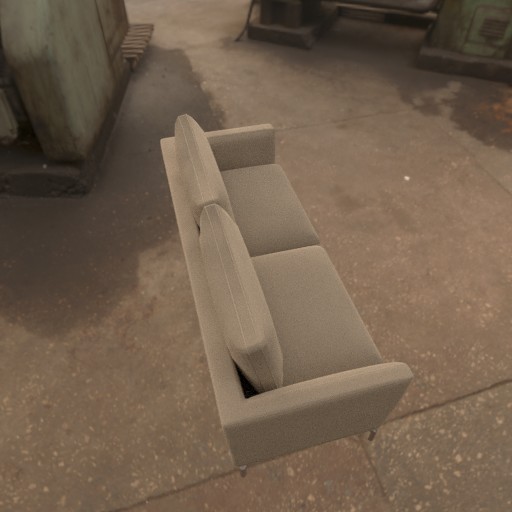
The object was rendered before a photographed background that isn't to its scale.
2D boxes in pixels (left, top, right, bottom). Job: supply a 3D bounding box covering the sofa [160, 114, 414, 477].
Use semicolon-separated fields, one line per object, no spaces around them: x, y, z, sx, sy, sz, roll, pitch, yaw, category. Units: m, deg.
0.000;0.000;2.742;0.868;1.005;2.214;-11;47;-10;sofa
